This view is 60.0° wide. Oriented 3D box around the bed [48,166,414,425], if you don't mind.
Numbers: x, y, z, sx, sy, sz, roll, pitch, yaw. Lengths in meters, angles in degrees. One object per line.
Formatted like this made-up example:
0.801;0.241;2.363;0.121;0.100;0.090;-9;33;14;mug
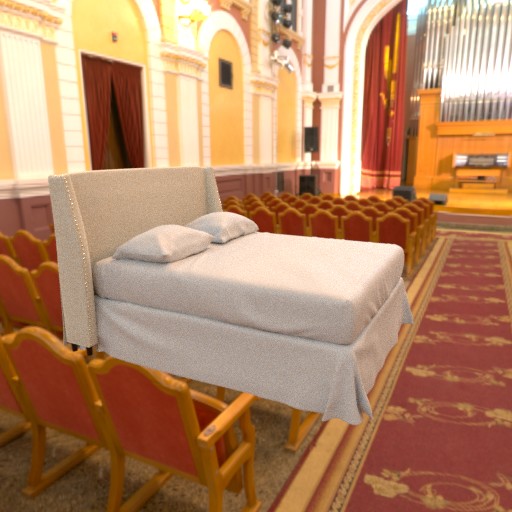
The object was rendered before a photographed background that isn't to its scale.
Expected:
0.000;0.000;3.504;2.276;1.332;1.925;7;15;26;bed
